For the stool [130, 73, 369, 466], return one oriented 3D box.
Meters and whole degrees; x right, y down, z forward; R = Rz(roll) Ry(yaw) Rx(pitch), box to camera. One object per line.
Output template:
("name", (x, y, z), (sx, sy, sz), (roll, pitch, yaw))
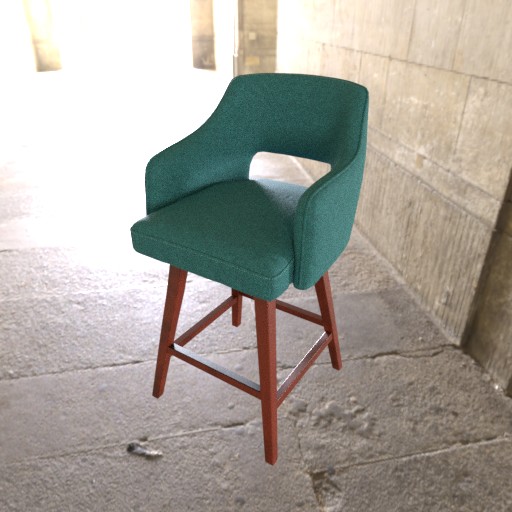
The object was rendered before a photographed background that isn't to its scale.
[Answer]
("stool", (0.000, 0.000, 1.326), (0.548, 0.961, 0.556), (18, 34, 29))
